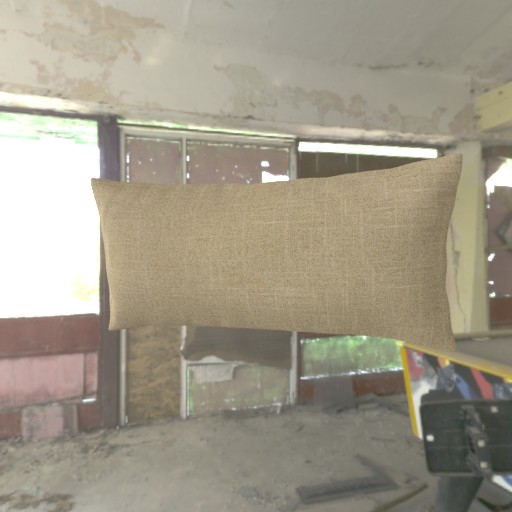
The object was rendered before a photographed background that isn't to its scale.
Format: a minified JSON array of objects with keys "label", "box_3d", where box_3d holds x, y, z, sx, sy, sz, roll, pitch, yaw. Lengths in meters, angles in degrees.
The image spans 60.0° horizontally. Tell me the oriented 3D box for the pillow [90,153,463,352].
[{"label":"pillow","box_3d":[0.000,0.000,0.727,0.612,0.282,0.155,0,0,18]}]
